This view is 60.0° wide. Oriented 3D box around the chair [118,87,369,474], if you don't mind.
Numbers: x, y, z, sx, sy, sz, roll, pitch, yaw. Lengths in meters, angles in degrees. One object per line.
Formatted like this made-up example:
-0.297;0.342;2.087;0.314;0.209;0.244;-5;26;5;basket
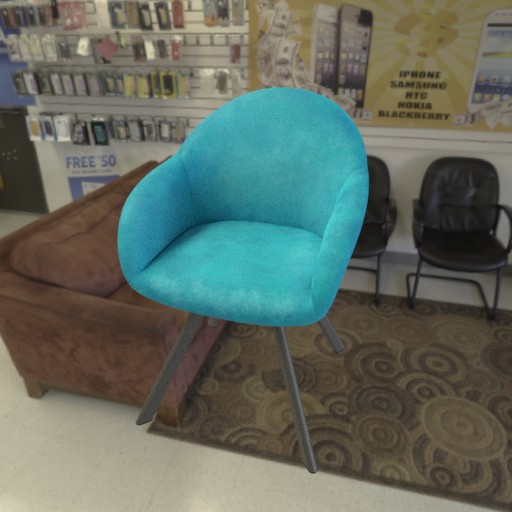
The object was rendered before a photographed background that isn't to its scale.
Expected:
0.000;0.000;1.184;0.550;0.795;0.590;8;28;16;chair
